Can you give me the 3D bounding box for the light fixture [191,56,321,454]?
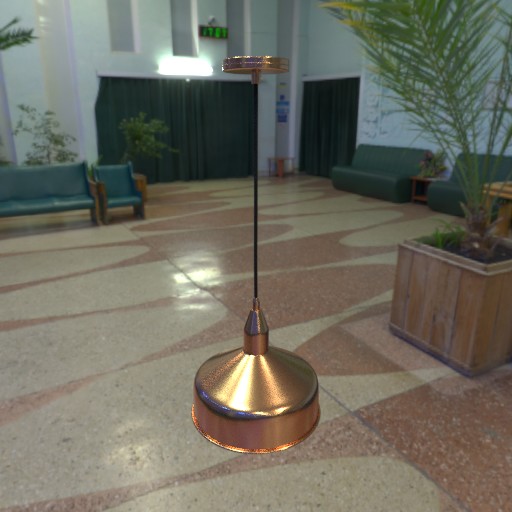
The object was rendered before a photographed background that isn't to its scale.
[{"bbox_3d":[0.000,0.000,0.929,0.301,0.754,0.301,-8,20,-25],"label":"light fixture"}]
